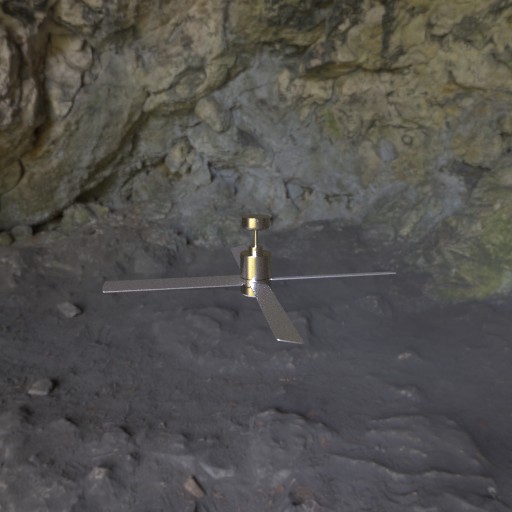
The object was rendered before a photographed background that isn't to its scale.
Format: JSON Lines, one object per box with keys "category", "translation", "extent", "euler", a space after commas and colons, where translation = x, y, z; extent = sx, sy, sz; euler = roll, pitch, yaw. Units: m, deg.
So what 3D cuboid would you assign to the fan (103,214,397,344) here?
{"category": "fan", "translation": [0.000, 0.000, 1.970], "extent": [1.322, 0.355, 1.322], "euler": [-2, 14, -9]}
